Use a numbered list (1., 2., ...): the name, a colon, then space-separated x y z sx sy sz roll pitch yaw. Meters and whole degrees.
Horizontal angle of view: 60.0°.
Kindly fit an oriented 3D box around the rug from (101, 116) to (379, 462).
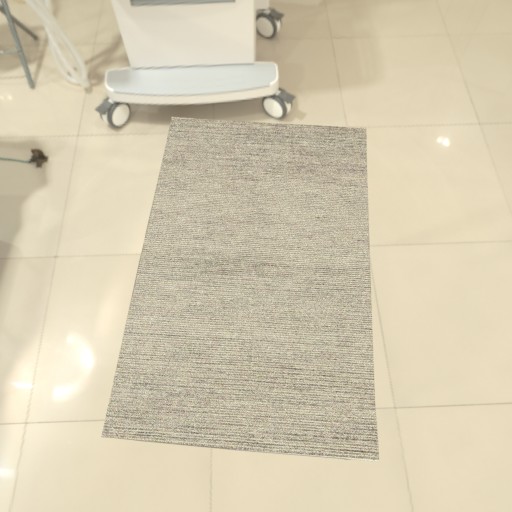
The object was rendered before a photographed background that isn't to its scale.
1. rug: 0.000 0.000 2.236 1.162 0.022 1.804 4 63 2
